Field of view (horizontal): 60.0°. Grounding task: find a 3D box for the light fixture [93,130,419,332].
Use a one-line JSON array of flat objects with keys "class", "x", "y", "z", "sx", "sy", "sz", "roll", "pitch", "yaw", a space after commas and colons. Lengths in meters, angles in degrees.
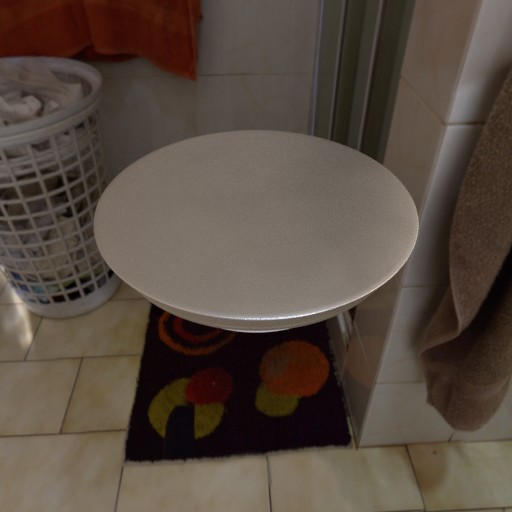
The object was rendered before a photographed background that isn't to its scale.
[{"class": "light fixture", "x": 0.000, "y": 0.000, "z": 0.439, "sx": 0.280, "sy": 0.135, "sz": 0.280, "roll": 0, "pitch": 41, "yaw": 0}]
